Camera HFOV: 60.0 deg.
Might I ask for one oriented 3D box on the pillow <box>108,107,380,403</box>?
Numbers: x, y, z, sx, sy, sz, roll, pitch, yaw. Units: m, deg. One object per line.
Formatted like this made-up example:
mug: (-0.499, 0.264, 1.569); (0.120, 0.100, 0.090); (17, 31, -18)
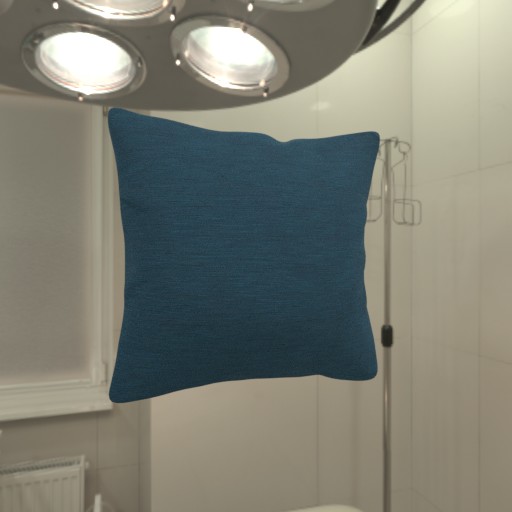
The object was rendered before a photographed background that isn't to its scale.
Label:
pillow: (0.000, 0.000, 0.688); (0.437, 0.420, 0.177); (0, 0, -17)
